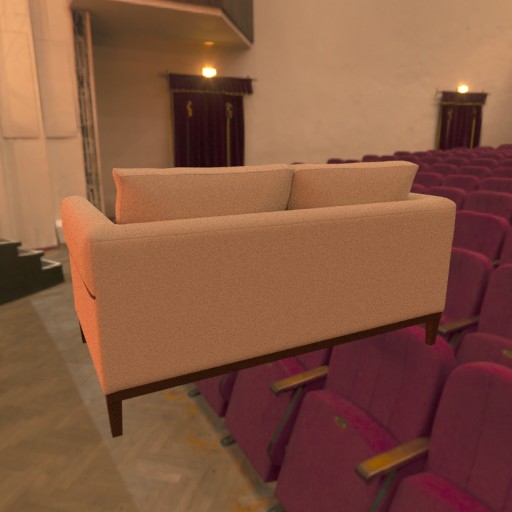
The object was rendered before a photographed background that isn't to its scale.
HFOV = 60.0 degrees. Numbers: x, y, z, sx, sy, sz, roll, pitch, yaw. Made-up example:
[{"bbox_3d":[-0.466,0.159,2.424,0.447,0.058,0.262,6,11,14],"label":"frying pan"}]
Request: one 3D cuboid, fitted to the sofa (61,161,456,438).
[{"bbox_3d":[0.000,0.000,2.076,1.598,0.873,0.905,-8,17,-26],"label":"sofa"}]
